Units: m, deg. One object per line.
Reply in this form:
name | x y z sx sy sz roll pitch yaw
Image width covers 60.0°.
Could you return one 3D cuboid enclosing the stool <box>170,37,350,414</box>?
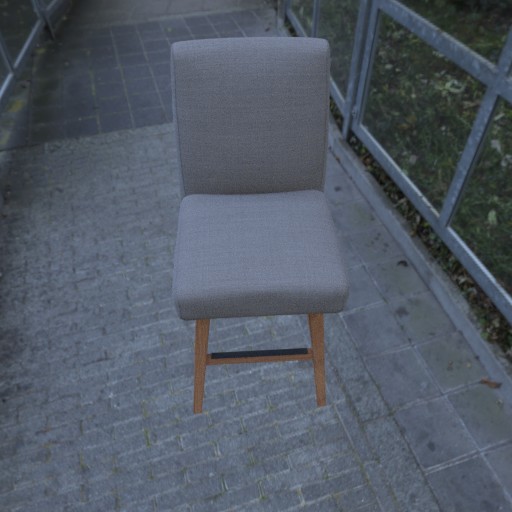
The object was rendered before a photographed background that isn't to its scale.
stool | 0.000 0.000 1.376 0.483 1.112 0.570 -2 47 -2
